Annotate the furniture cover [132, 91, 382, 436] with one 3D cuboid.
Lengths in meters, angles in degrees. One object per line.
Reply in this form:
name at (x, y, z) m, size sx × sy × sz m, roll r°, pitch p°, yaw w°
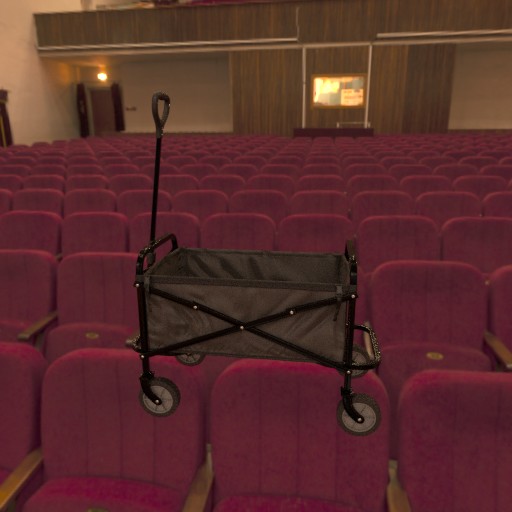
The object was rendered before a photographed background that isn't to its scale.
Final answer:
furniture cover at (0.000, 0.000, 1.841) m, size 1.038 × 1.295 × 0.532 m, roll 2°, pitch 15°, yaw 8°
